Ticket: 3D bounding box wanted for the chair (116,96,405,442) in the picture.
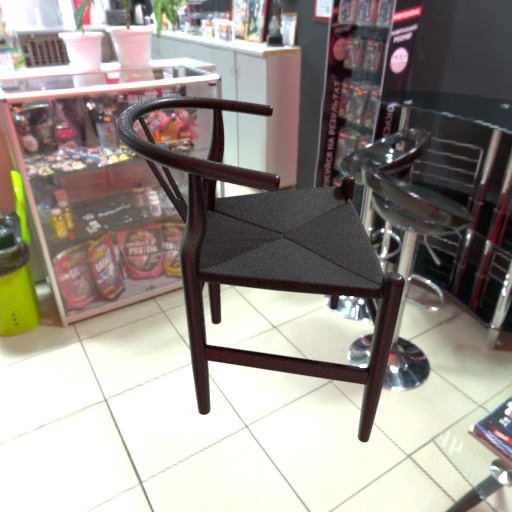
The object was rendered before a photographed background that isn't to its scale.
[{"bbox_3d":[0.000,0.000,1.136,0.579,0.730,0.569,0,31,0],"label":"chair"}]
